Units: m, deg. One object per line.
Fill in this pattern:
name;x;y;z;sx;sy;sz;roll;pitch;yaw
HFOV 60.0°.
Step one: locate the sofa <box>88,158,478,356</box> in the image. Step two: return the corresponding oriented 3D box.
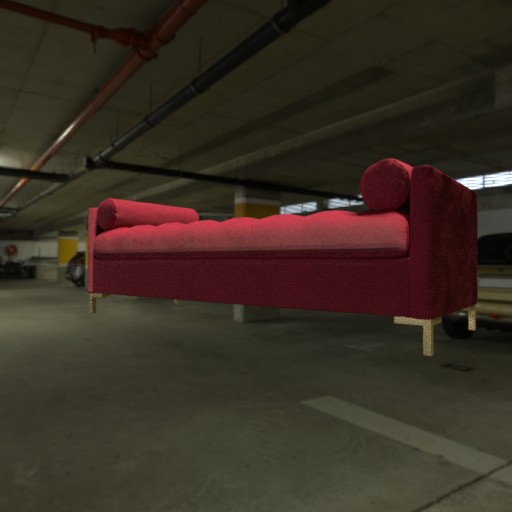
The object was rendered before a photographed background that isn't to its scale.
sofa;0.000;0.000;2.435;2.102;0.705;0.796;0;-1;37
